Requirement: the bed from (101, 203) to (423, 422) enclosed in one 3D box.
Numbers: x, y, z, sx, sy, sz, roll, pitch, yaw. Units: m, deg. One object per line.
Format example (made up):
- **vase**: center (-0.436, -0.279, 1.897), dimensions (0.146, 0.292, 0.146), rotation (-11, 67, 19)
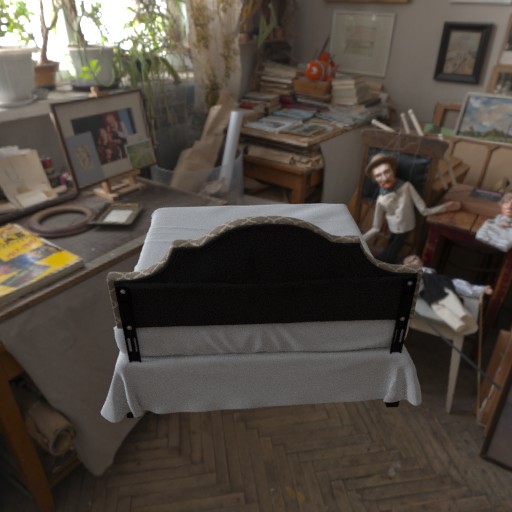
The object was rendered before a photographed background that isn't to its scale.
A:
- **bed**: center (0.000, 0.000, 3.778), dimensions (2.314, 1.601, 2.222), rotation (-1, 30, -3)
